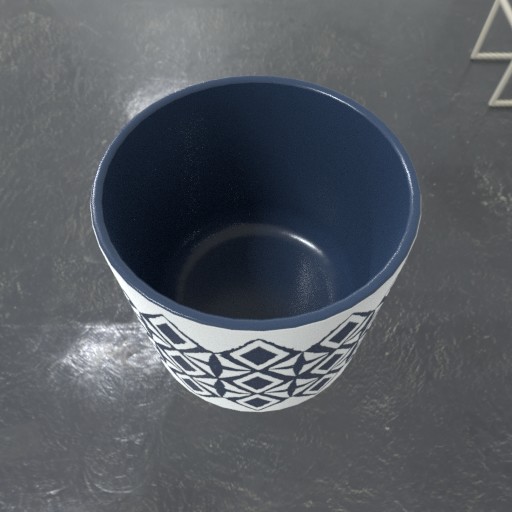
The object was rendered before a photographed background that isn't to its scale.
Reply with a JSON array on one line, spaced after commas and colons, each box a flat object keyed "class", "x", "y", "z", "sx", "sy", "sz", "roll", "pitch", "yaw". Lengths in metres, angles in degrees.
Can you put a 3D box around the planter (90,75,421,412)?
[{"class": "planter", "x": 0.000, "y": 0.000, "z": 0.315, "sx": 0.182, "sy": 0.165, "sz": 0.182, "roll": 0, "pitch": 58, "yaw": 0}]
